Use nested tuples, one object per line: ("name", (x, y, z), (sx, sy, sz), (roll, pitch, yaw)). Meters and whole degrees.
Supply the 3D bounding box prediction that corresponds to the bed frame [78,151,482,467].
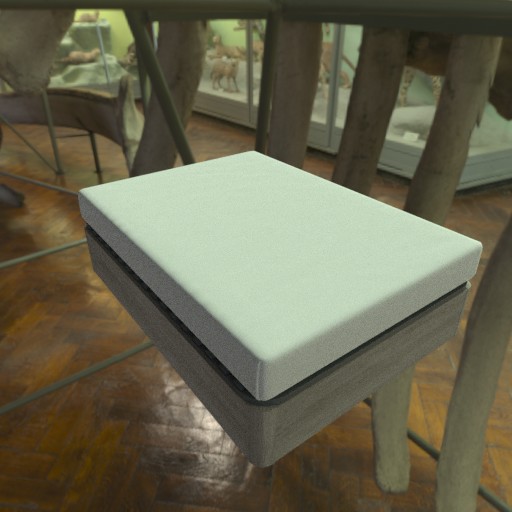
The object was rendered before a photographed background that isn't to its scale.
("bed frame", (0.000, 0.000, 2.579), (1.400, 0.561, 1.900), (-21, 36, -31))
